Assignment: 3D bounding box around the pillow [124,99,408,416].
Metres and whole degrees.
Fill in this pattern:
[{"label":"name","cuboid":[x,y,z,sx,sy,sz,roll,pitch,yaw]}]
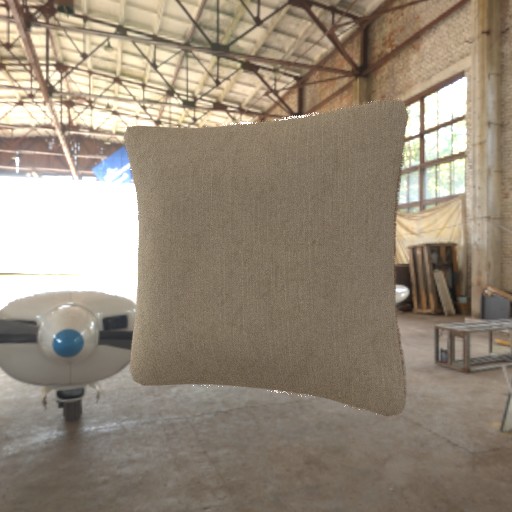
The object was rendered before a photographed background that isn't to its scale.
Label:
[{"label":"pillow","cuboid":[0.000,0.000,0.822,0.538,0.525,0.216,0,0,18]}]
